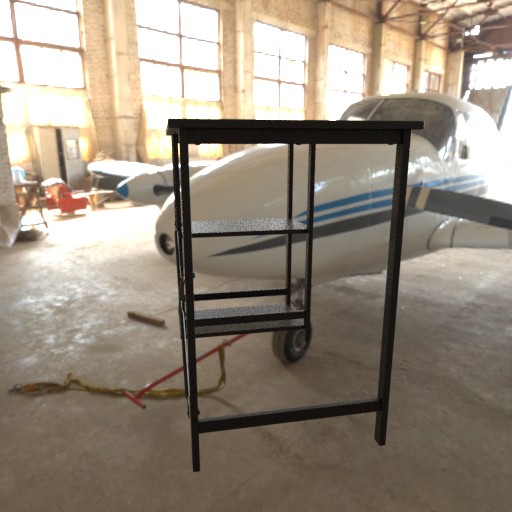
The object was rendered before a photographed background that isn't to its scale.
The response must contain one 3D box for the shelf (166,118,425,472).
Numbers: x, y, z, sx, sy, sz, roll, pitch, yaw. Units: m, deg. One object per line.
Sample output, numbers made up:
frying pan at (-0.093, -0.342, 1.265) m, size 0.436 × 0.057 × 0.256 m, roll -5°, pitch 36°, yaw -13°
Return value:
shelf at (0.000, 0.000, 1.347) m, size 0.498 × 0.749 × 0.902 m, roll -3°, pitch 15°, yaw -11°
